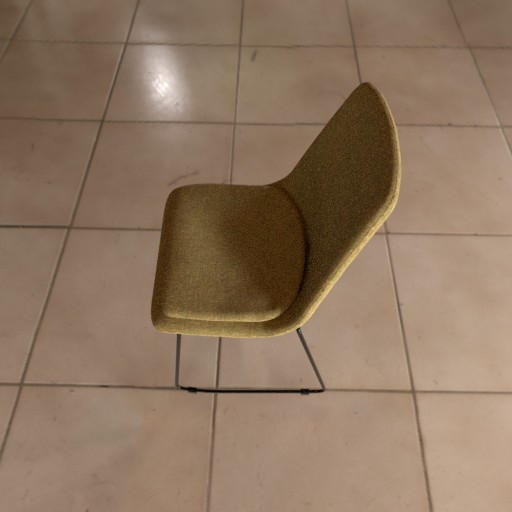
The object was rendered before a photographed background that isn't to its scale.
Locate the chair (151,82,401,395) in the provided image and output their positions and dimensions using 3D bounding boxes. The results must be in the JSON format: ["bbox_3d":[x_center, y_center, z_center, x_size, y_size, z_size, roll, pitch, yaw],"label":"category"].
[{"bbox_3d":[0.000,0.000,1.130,0.496,0.849,0.479,0,58,0],"label":"chair"}]
